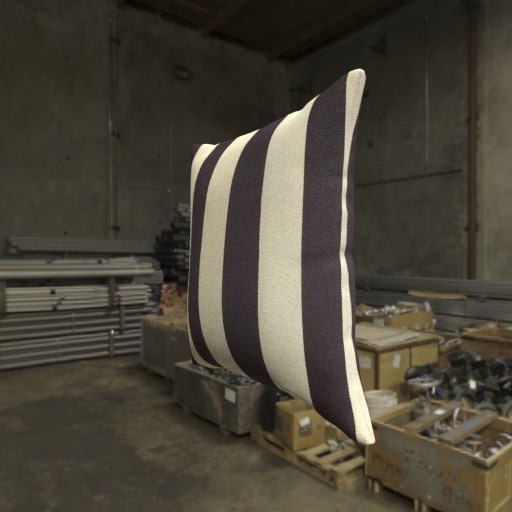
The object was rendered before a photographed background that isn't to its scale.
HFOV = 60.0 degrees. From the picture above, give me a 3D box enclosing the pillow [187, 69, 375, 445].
[{"bbox_3d":[0.000,0.000,0.823,0.189,0.526,0.536,0,0,-36],"label":"pillow"}]
